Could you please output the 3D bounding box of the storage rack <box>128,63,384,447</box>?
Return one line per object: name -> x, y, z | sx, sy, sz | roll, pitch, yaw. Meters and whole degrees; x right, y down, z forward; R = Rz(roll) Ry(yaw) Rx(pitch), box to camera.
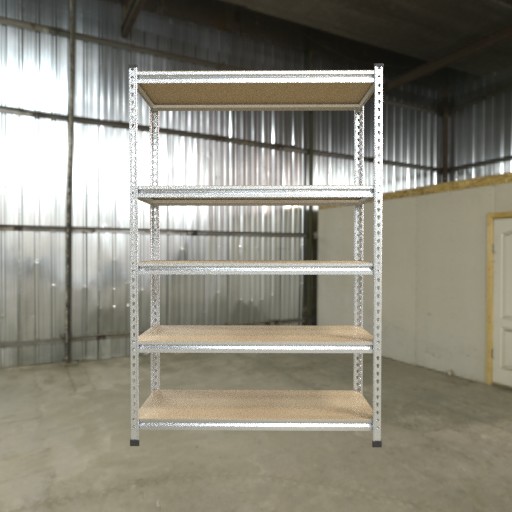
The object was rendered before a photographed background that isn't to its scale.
storage rack -> 0.000, 0.000, 2.345 | 1.219, 1.829, 0.457 | 0, 1, 1
